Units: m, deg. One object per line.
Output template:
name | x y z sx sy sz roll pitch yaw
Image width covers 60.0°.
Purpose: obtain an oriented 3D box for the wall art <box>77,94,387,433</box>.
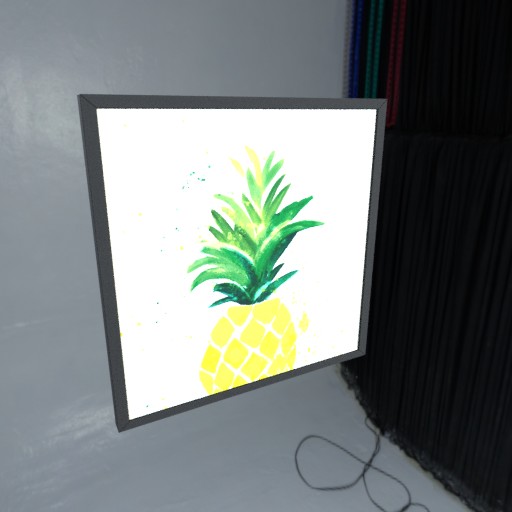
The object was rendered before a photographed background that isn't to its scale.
wall art | 0.000 0.000 1.126 0.762 0.760 0.037 -9 20 -27
